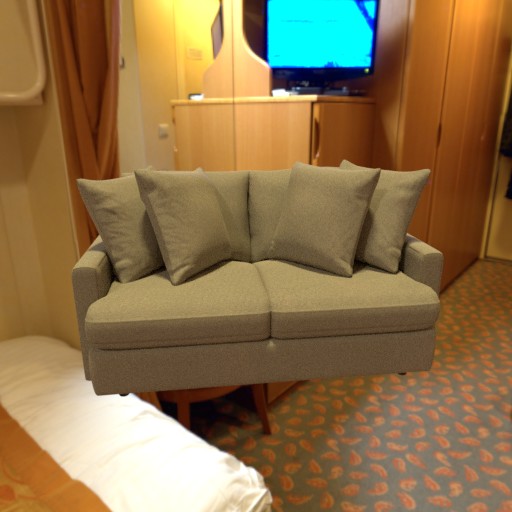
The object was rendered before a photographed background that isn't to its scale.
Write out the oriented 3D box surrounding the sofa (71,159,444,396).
[{"bbox_3d":[0.000,0.000,2.631,1.869,1.080,1.228,-2,18,-7],"label":"sofa"}]
